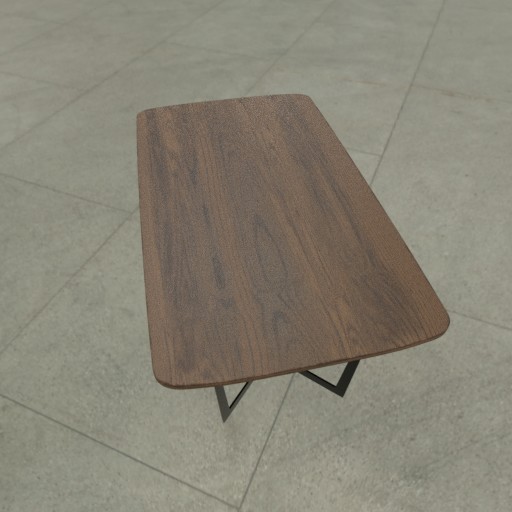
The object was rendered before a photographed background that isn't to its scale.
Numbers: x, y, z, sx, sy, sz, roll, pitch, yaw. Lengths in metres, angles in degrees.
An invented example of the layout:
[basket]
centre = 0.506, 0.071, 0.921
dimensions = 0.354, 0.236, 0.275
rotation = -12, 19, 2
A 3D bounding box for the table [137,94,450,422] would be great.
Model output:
[table]
centre = 0.000, 0.000, 2.112
dimensions = 0.949, 0.765, 1.643
rotation = -9, 47, -8
